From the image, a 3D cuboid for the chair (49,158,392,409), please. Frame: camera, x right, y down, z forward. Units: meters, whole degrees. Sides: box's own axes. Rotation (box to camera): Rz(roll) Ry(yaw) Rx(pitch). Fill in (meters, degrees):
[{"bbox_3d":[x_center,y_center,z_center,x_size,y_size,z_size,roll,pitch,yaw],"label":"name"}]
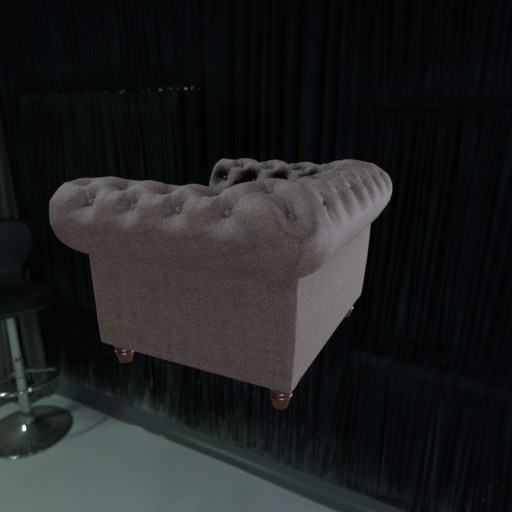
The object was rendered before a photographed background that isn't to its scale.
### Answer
[{"bbox_3d":[0.000,0.000,1.909,0.945,0.780,1.298,8,18,25],"label":"chair"}]
